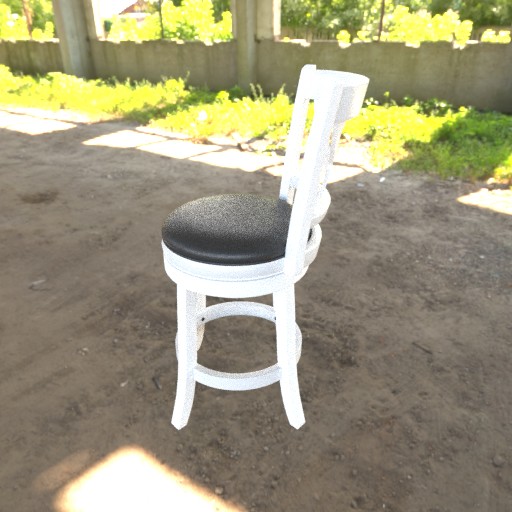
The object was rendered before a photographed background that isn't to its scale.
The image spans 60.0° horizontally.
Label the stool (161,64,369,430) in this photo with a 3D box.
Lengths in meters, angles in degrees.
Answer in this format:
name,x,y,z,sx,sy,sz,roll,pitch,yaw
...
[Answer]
name,x,y,z,sx,sy,sz,roll,pitch,yaw
stool,0.000,0.000,1.236,0.508,0.953,0.444,0,27,-1
